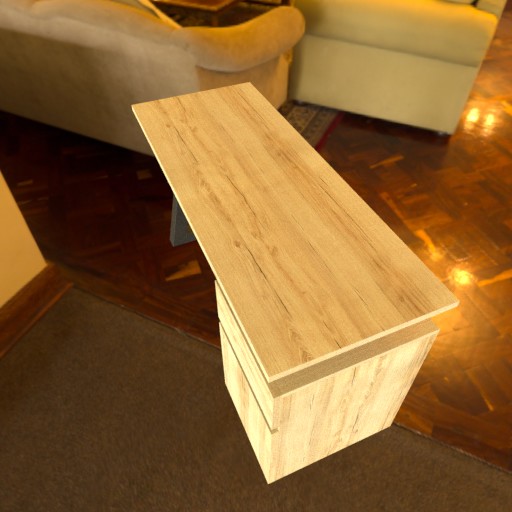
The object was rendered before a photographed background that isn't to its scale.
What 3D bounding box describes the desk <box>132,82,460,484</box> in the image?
[{"bbox_3d":[0.000,0.000,1.800,0.550,0.760,1.400,-17,48,-16],"label":"desk"}]
